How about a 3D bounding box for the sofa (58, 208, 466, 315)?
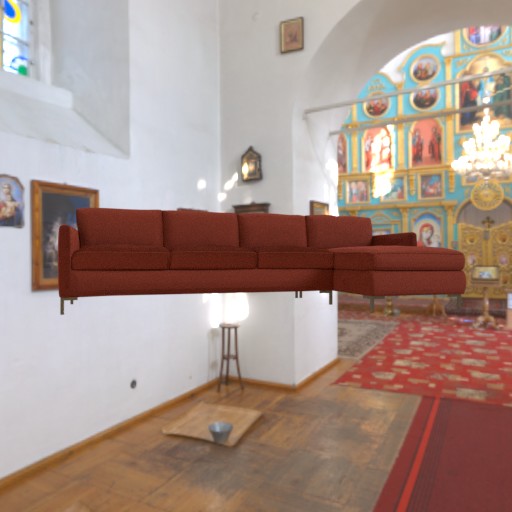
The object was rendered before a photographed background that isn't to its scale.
[{"bbox_3d":[0.000,0.000,3.535,2.932,0.810,1.350,0,0,-17],"label":"sofa"}]
